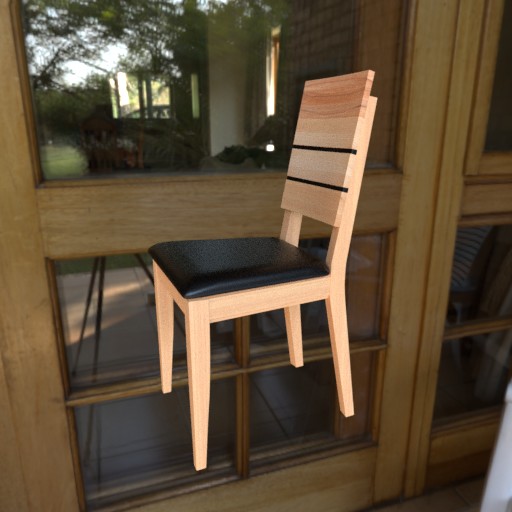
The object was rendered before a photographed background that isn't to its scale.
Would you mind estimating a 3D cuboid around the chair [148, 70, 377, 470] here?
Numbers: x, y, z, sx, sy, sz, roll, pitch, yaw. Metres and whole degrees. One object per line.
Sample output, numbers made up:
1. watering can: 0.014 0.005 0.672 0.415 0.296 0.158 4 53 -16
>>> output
1. chair: 0.000 0.000 1.219 0.520 0.940 0.410 -7 18 -23
